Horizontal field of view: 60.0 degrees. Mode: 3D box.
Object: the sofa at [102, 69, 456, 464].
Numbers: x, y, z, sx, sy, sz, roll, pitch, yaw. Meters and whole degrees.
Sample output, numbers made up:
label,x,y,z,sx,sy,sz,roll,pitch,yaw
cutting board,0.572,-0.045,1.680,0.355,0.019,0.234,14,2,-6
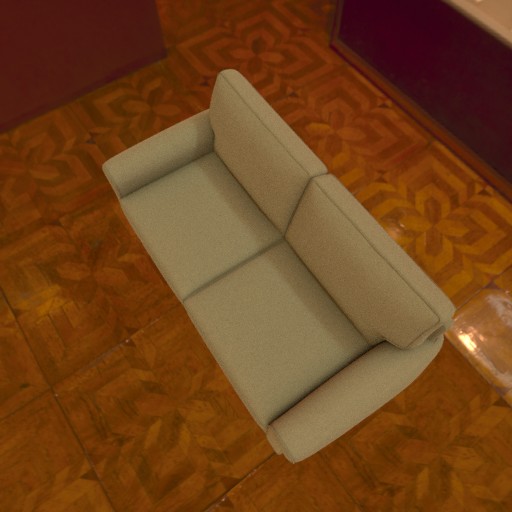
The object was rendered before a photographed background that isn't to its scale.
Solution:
label,x,y,z,sx,sy,sz,roll,pitch,yaw
sofa,0.000,0.000,2.391,0.940,0.952,1.930,-31,67,-14
